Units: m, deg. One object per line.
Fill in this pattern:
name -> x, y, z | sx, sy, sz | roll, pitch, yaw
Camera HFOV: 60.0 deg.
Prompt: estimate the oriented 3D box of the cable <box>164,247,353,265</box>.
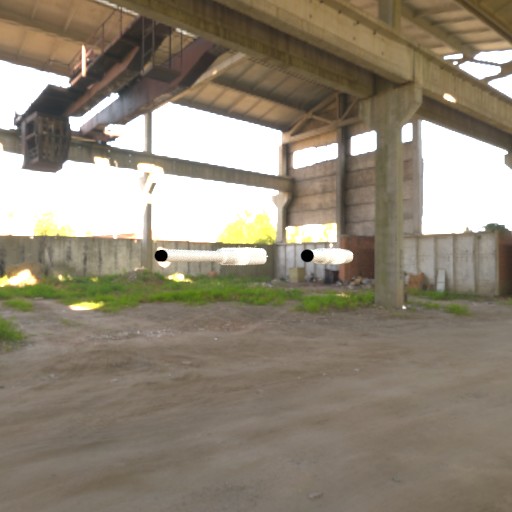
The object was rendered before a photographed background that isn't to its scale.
cable -> 0.000, 0.000, 0.113 | 0.040, 0.006, 0.098 | 0, 0, 18
